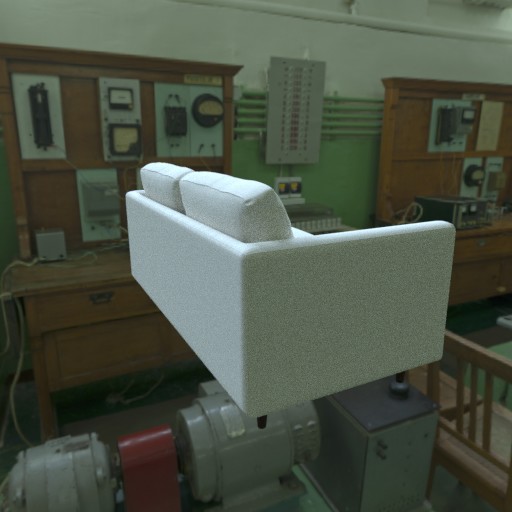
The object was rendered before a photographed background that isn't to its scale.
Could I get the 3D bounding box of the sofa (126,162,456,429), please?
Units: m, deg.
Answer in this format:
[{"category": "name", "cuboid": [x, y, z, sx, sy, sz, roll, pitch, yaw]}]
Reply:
[{"category": "sofa", "cuboid": [0.000, 0.000, 2.258, 0.940, 0.893, 1.713, -8, 17, -26]}]
